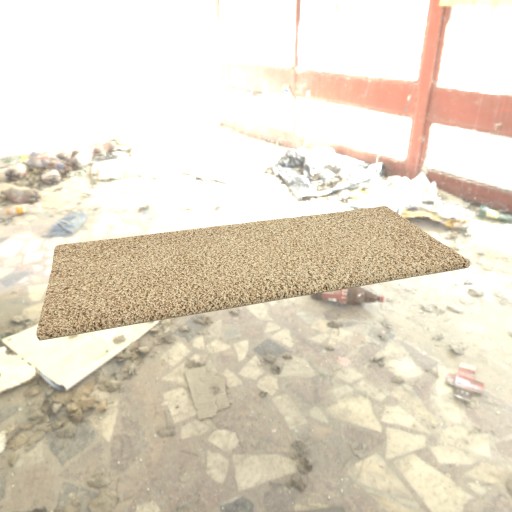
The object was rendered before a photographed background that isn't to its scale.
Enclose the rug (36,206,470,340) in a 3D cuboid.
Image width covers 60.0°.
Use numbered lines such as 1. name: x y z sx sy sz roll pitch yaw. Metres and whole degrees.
1. rug: 0.000 0.000 1.741 1.524 0.030 0.609 -8 29 -15
